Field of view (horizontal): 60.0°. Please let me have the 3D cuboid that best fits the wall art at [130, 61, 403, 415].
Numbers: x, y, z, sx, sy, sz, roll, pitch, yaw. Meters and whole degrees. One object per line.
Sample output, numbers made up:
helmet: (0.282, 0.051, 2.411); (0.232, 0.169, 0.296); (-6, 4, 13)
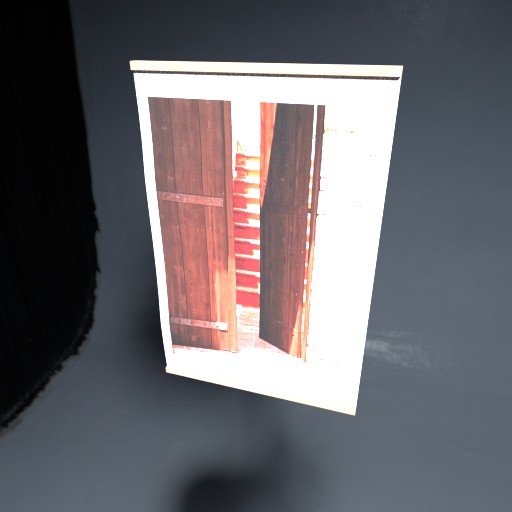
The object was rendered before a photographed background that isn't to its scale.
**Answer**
wall art: (0.000, 0.000, 0.637); (0.332, 0.508, 0.012); (8, 28, 16)
